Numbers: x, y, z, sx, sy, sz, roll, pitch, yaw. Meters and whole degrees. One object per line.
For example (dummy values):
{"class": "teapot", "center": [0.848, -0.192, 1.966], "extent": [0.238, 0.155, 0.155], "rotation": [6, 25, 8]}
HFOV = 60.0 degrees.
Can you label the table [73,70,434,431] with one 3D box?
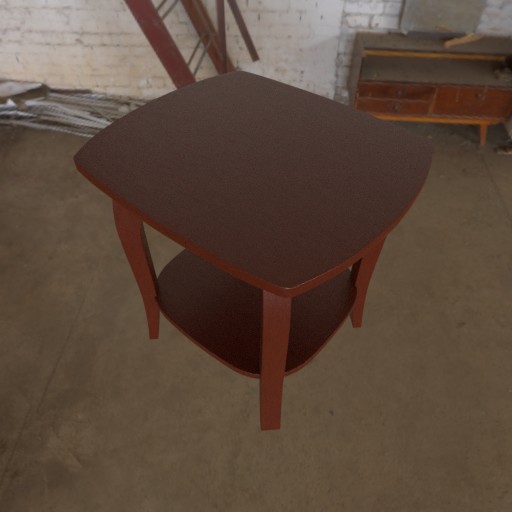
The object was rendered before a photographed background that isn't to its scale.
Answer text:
{"class": "table", "center": [0.000, 0.000, 0.887], "extent": [0.502, 0.496, 0.433], "rotation": [31, 54, 26]}
